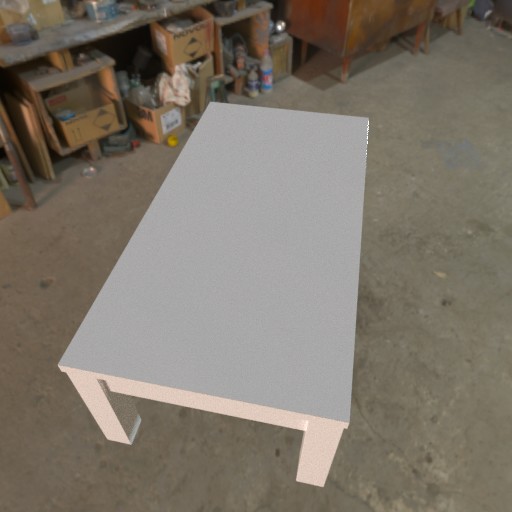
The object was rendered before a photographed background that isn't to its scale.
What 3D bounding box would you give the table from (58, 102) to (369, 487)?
[{"bbox_3d":[0.000,0.000,1.648,0.700,0.470,1.350,9,47,8],"label":"table"}]
